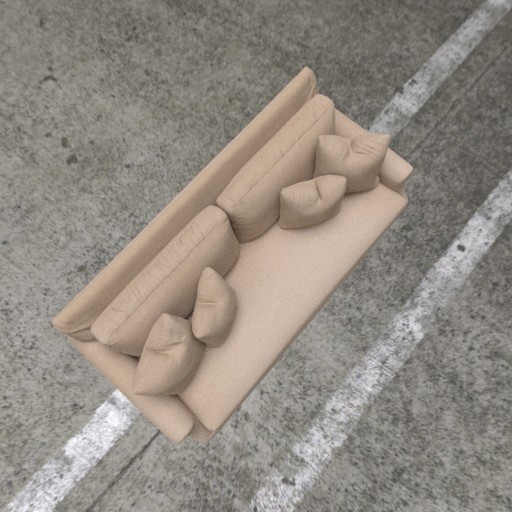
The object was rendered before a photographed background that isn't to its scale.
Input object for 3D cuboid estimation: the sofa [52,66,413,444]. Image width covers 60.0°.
[{"bbox_3d":[0.000,0.000,2.844,1.067,0.904,2.285,40,78,11],"label":"sofa"}]
